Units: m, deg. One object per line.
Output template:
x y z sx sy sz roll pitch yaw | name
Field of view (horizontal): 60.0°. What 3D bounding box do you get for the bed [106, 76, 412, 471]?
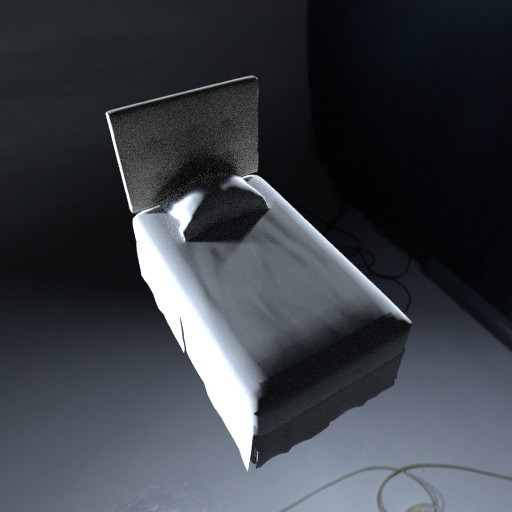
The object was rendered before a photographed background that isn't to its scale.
0.000 0.000 3.054 1.261 1.571 1.997 -23 49 -21 | bed
